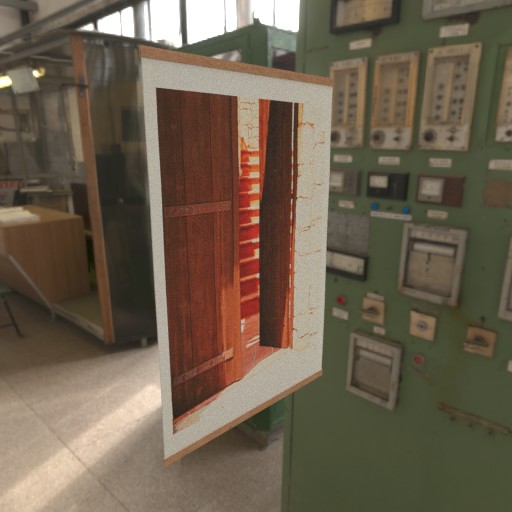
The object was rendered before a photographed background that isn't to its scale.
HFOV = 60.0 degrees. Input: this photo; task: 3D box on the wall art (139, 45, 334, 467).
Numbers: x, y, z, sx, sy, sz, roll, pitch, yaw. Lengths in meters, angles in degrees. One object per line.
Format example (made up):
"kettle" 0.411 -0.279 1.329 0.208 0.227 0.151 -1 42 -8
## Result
"wall art" 0.000 0.000 1.906 1.019 1.527 0.019 -14 19 -43
